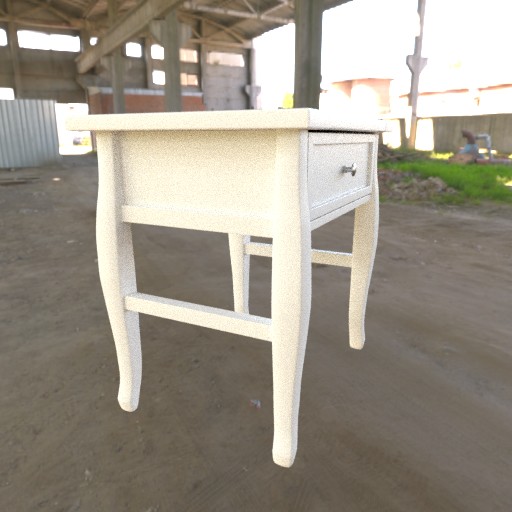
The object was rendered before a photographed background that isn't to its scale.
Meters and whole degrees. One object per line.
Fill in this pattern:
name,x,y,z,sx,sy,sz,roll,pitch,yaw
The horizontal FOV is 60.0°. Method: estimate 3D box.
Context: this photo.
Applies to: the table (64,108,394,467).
table,0.000,0.000,1.019,0.463,0.605,0.599,7,17,26
